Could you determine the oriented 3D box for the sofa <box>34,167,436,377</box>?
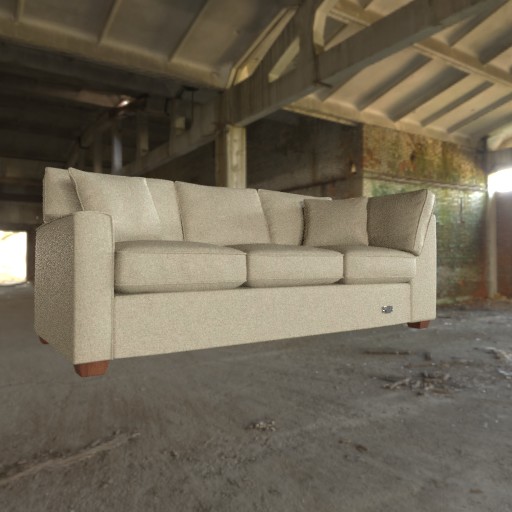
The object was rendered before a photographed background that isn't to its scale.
[{"bbox_3d":[0.000,0.000,2.706,2.317,0.962,1.061,1,-1,-34],"label":"sofa"}]
